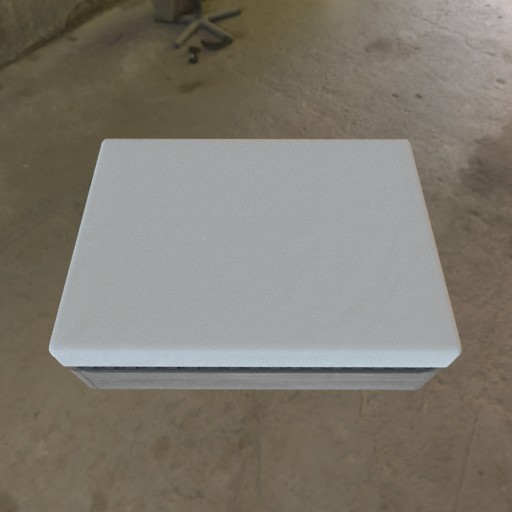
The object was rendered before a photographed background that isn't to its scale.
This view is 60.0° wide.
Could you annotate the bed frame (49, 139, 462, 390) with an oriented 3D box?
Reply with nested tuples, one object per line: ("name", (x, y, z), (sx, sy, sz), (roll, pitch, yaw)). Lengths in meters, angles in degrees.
("bed frame", (0.000, 0.000, 2.584), (1.900, 0.561, 1.400), (0, 58, 0))
